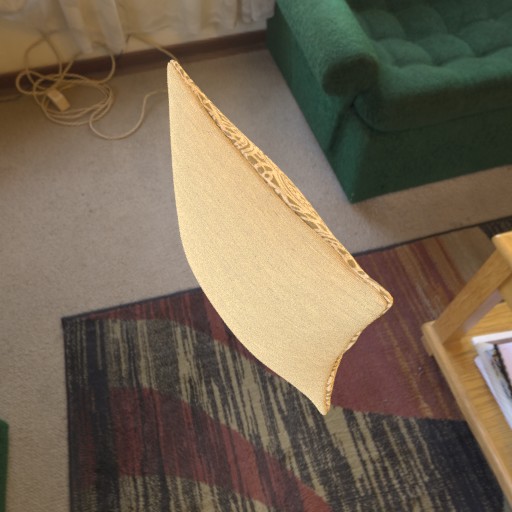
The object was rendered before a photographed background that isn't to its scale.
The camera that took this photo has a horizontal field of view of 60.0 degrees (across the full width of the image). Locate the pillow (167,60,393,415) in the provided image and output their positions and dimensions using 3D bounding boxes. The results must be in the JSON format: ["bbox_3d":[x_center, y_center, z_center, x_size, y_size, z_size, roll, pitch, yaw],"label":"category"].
[{"bbox_3d":[0.000,0.000,0.666,0.167,0.421,0.438,-29,62,-17],"label":"pillow"}]
